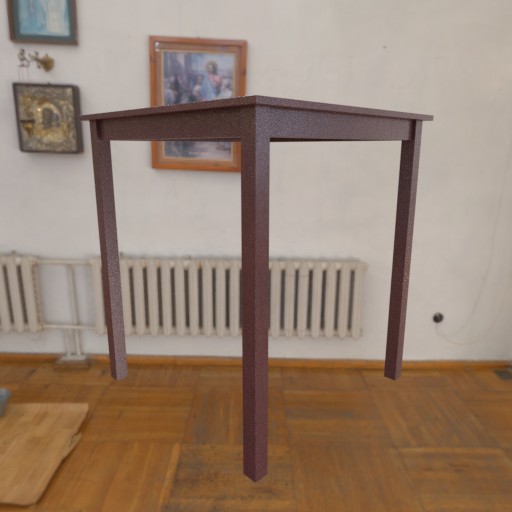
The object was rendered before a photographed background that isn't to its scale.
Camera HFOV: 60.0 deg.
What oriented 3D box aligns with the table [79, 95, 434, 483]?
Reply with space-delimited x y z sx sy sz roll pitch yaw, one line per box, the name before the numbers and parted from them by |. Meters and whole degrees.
table | 0.000 0.000 1.637 0.861 0.991 0.861 -13 19 -43
